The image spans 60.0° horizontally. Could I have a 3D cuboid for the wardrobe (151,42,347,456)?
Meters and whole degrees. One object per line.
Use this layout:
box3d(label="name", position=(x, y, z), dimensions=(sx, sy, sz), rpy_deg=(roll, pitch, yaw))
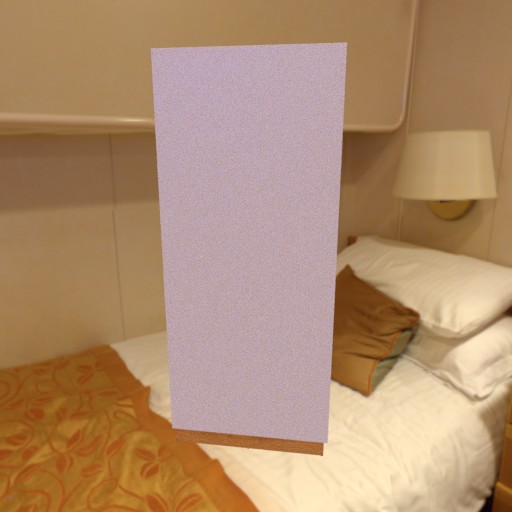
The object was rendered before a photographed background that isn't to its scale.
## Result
box3d(label="wardrobe", position=(0.000, 0.000, 2.466), dimensions=(0.860, 2.040, 0.600), rpy_deg=(2, 15, 8))
